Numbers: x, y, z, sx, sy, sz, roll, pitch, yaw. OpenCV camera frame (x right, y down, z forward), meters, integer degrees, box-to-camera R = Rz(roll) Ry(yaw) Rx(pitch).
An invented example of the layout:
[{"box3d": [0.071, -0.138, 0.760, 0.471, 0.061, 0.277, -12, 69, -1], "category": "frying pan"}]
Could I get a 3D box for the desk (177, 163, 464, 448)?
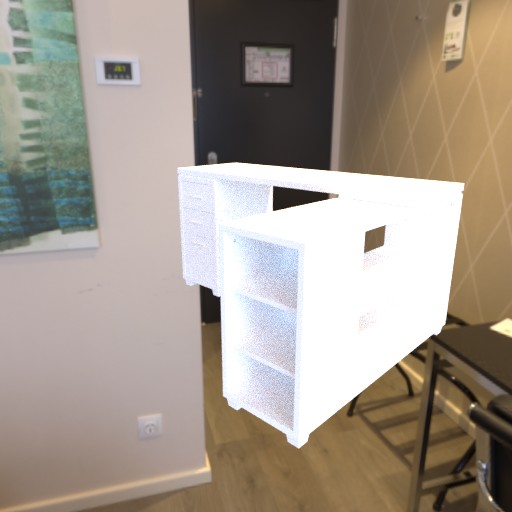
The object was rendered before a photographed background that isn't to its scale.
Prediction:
[{"box3d": [0.000, 0.000, 2.252, 1.524, 0.759, 1.199, 16, 23, 41], "category": "desk"}]
